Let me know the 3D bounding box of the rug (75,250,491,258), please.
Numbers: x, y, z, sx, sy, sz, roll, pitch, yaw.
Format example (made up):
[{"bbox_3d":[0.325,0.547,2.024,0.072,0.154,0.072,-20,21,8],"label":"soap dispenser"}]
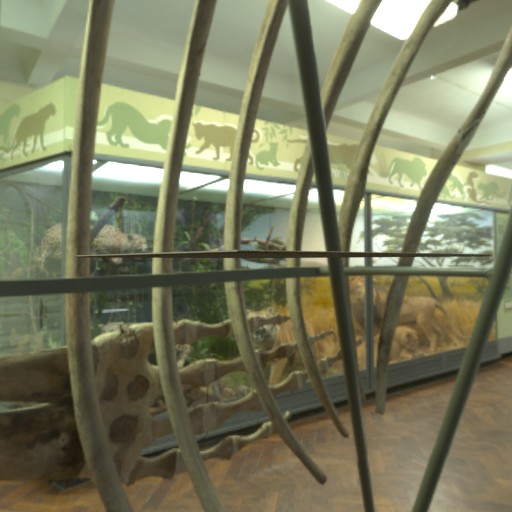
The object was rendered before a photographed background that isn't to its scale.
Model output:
[{"bbox_3d":[0.000,0.000,4.028,2.413,0.020,3.041,0,-1,-36],"label":"rug"}]
